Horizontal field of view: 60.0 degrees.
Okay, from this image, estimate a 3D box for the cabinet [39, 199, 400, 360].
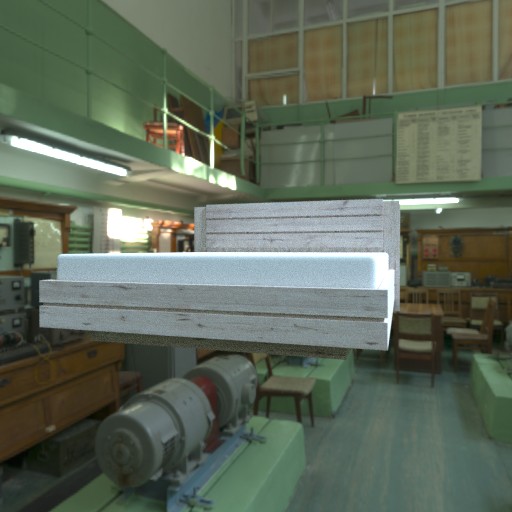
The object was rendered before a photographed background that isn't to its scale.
[{"bbox_3d":[0.000,0.000,3.166,1.950,0.970,2.080,0,1,18],"label":"cabinet"}]
